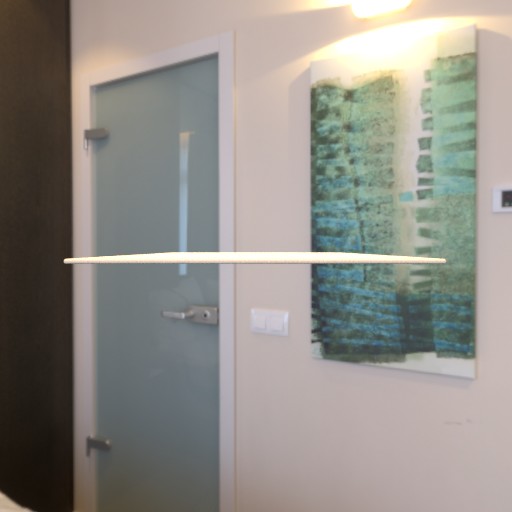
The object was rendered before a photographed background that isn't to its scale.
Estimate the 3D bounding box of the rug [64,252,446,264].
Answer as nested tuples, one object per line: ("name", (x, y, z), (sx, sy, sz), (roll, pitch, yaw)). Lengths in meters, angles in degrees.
("rug", (0.000, 0.000, 2.323), (1.222, 0.015, 1.828), (0, 1, 0))
